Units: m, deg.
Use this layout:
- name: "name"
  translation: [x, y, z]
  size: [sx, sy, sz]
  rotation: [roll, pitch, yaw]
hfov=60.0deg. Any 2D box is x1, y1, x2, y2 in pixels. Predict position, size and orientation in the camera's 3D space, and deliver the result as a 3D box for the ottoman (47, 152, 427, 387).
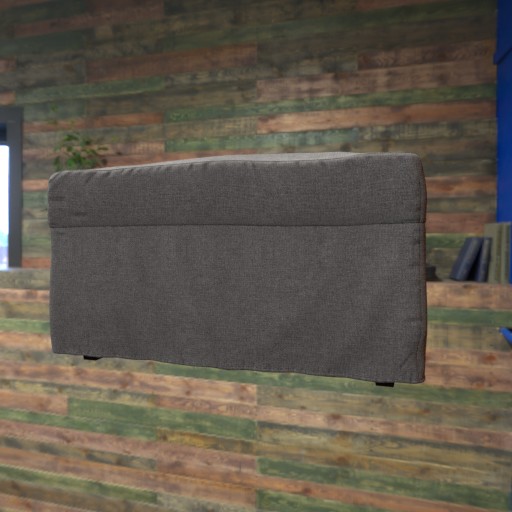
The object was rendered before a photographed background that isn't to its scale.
- name: "ottoman"
  translation: [0.000, 0.000, 1.205]
  size: [0.833, 0.492, 0.652]
  rotation: [0, 1, 17]
